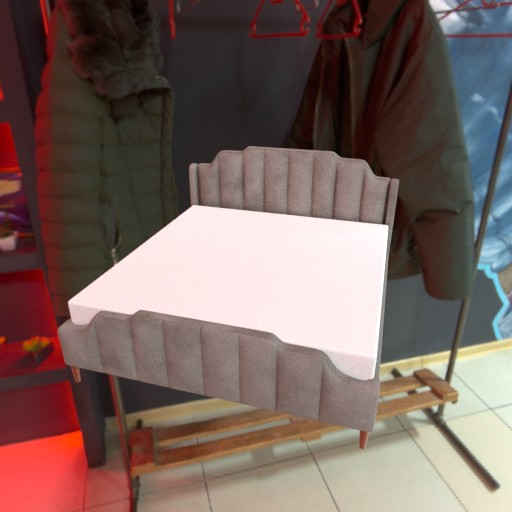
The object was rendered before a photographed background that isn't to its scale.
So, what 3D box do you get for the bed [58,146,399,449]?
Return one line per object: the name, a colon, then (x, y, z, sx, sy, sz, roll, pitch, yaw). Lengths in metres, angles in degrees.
bed: (0.000, 0.000, 3.559, 2.074, 1.245, 2.340, 7, 27, 15)
